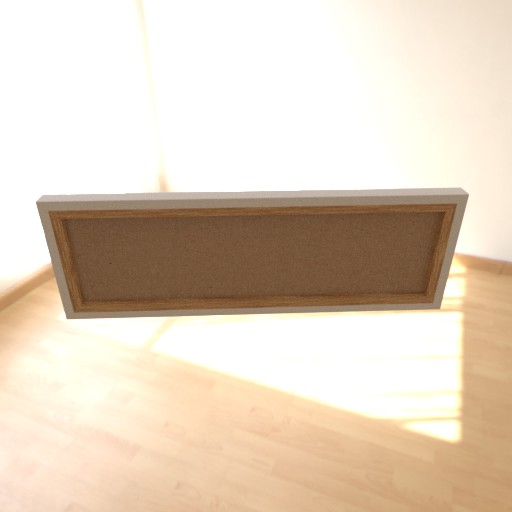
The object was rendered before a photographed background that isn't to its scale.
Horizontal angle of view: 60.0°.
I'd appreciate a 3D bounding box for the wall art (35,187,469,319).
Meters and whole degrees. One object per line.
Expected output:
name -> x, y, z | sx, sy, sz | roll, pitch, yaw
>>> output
wall art -> 0.000, 0.000, 0.857 | 0.763, 0.255, 0.038 | -1, 30, -2
